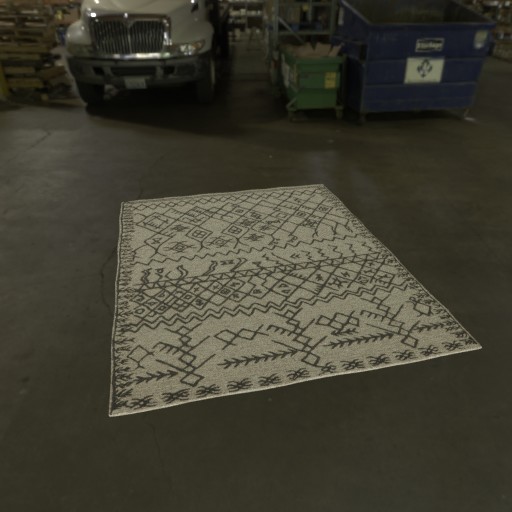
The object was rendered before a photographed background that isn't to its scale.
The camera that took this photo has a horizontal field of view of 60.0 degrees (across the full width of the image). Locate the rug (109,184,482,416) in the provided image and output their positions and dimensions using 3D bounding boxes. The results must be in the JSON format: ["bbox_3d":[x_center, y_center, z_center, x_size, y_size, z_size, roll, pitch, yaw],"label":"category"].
[{"bbox_3d":[0.000,0.000,3.220,1.964,0.025,2.455,-7,32,-11],"label":"rug"}]
